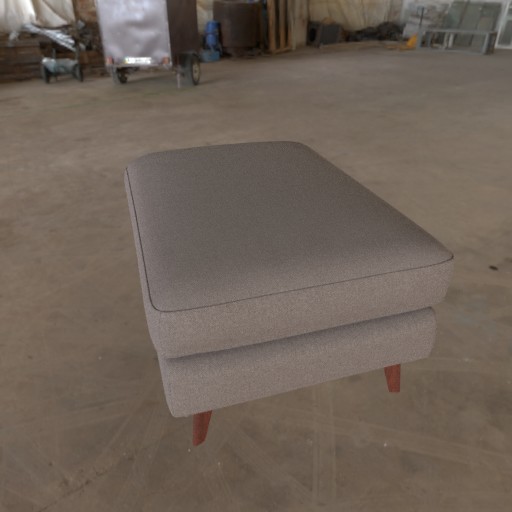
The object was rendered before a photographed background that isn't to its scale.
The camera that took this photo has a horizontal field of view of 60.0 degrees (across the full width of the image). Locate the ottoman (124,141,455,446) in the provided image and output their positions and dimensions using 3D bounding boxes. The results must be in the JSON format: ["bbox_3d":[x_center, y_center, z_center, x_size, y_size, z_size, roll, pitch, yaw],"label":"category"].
[{"bbox_3d":[0.000,0.000,1.178,0.608,0.449,0.811,-9,32,-15],"label":"ottoman"}]
